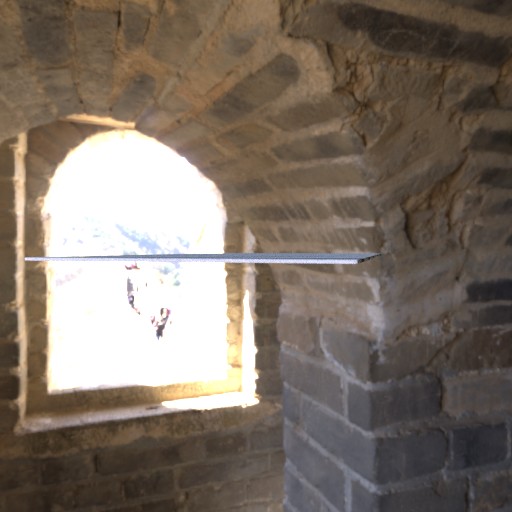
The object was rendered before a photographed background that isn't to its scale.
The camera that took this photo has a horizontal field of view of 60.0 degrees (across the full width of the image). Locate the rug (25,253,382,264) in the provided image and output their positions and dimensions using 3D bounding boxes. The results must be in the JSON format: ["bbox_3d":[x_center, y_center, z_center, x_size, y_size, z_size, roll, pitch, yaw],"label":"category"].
[{"bbox_3d":[0.000,0.000,2.321,1.210,0.012,1.829,0,1,18],"label":"rug"}]
